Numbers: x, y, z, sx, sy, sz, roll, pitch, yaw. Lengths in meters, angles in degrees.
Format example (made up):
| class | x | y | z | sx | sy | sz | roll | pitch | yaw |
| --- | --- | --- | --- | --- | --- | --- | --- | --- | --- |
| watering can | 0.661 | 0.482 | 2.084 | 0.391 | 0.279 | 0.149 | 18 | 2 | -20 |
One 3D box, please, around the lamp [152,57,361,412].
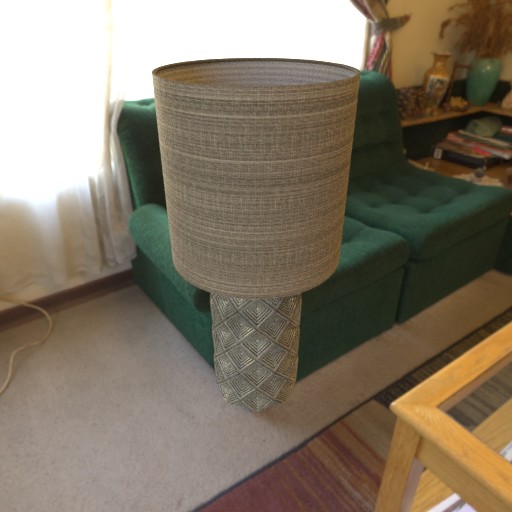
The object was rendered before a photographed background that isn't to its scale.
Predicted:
| class | x | y | z | sx | sy | sz | roll | pitch | yaw |
| --- | --- | --- | --- | --- | --- | --- | --- | --- | --- |
| lamp | 0.000 | 0.000 | 0.723 | 0.268 | 0.566 | 0.269 | 21 | 36 | 32 |
